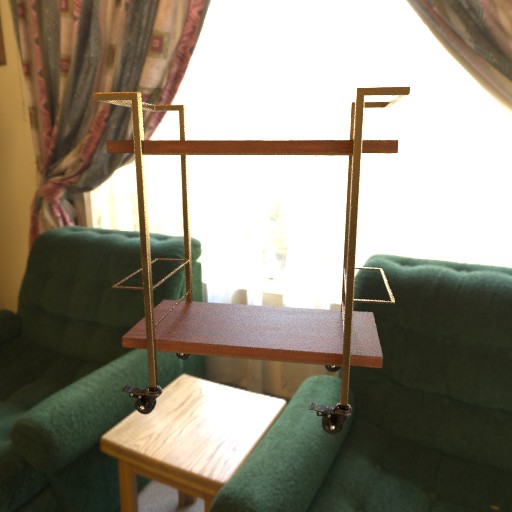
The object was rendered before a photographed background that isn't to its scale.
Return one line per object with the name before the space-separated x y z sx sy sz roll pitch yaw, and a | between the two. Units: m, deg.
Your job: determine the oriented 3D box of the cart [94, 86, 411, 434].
cart | 0.000 0.000 1.194 0.695 0.807 0.364 2 14 10
